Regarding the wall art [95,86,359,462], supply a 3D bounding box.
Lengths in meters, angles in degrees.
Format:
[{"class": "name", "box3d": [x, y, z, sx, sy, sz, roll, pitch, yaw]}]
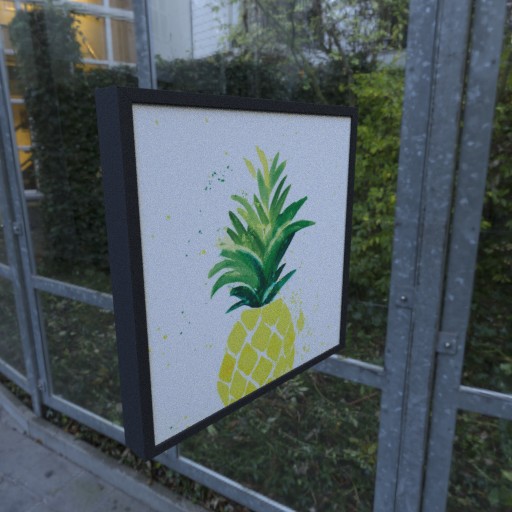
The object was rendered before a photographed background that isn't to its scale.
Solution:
[{"class": "wall art", "box3d": [0.000, 0.000, 0.458, 0.033, 0.304, 0.305, 14, 20, 43]}]
